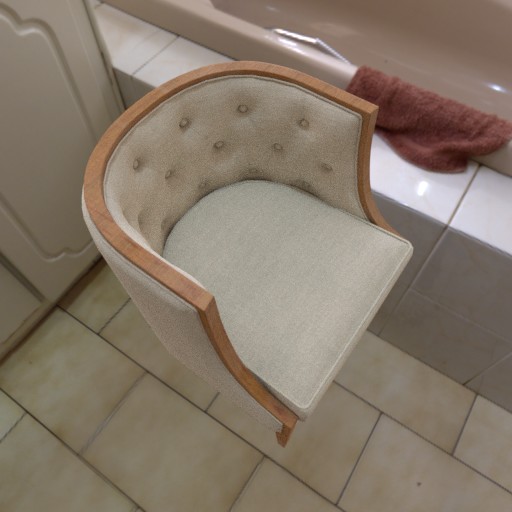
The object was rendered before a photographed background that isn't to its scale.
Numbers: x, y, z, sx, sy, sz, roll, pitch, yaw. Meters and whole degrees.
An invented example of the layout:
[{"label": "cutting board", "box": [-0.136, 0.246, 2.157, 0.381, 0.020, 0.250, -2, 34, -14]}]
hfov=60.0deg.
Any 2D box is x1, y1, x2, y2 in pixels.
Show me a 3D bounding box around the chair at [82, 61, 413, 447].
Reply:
[{"label": "chair", "box": [0.000, 0.000, 1.326, 0.757, 0.775, 0.711, 32, 64, 18]}]
